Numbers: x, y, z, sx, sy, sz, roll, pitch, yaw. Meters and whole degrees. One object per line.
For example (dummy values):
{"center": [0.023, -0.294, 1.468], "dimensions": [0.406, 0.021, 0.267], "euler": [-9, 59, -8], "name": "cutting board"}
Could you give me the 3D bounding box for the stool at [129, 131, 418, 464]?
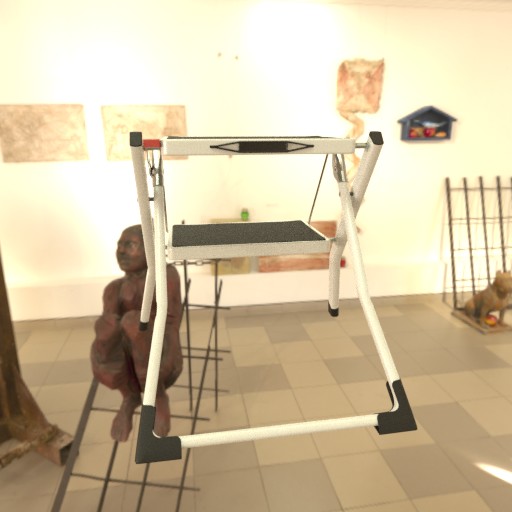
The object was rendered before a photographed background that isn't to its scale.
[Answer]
{"center": [0.000, 0.000, 0.820], "dimensions": [0.485, 0.445, 0.490], "euler": [-3, 17, -9], "name": "stool"}
